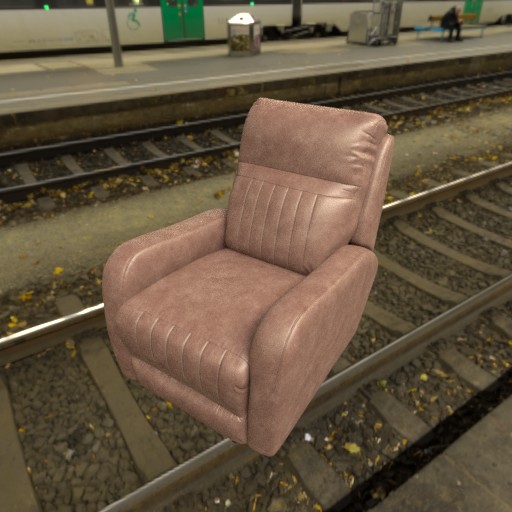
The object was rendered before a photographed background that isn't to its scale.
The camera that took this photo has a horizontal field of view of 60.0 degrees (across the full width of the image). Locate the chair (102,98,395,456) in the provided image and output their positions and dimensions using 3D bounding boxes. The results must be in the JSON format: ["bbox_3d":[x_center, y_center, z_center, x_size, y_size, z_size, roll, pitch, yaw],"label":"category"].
[{"bbox_3d":[0.000,0.000,1.834,0.865,1.067,1.067,19,36,29],"label":"chair"}]
